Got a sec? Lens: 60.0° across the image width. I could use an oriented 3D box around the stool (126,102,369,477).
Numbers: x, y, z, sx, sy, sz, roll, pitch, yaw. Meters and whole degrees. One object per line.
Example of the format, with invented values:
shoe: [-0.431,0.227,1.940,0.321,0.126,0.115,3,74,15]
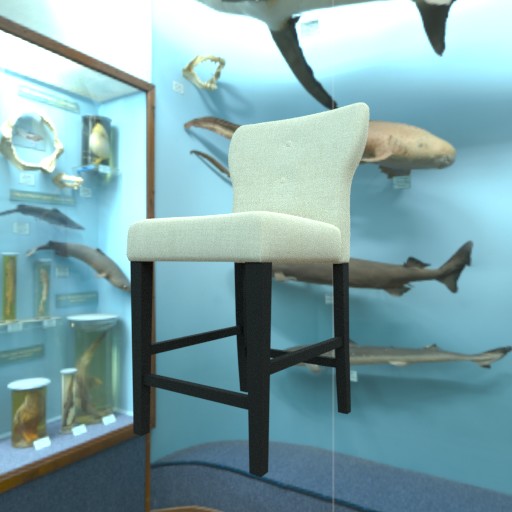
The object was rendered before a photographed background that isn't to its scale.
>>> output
stool: [0.000,0.000,1.313,0.514,0.972,0.603,0,0,35]
